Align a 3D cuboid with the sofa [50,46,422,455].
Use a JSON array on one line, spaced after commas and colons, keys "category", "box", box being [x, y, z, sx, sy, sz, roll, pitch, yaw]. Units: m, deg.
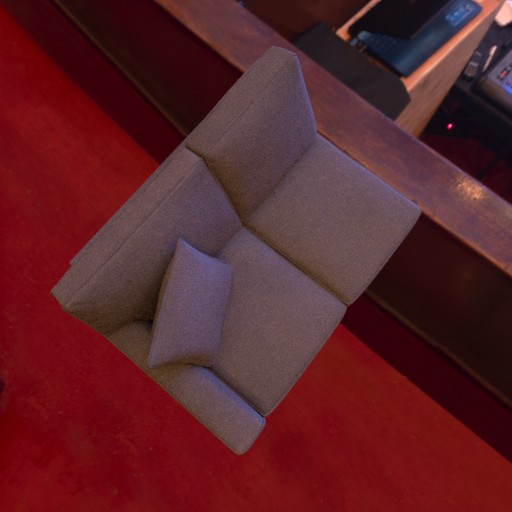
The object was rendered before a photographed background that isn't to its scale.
[{"category": "sofa", "box": [0.000, 0.000, 2.053, 0.991, 0.989, 1.388, 37, 78, 10]}]
